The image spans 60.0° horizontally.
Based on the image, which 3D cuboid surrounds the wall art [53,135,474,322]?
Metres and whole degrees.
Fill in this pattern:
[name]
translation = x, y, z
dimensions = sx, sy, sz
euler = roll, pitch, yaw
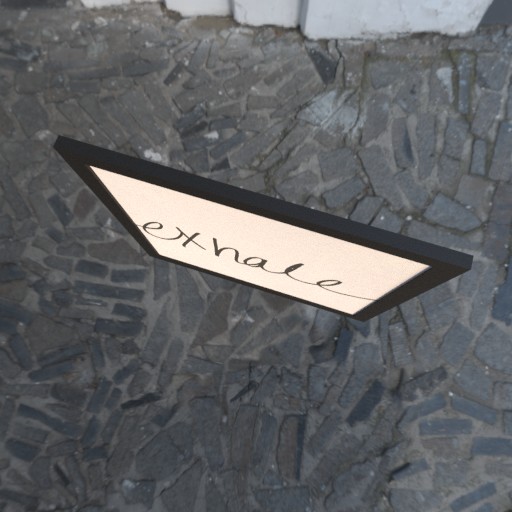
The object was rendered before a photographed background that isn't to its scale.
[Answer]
[wall art]
translation = 0.000, 0.000, 0.536
dimensions = 0.358, 0.357, 0.012
euler = 17, 76, 4
